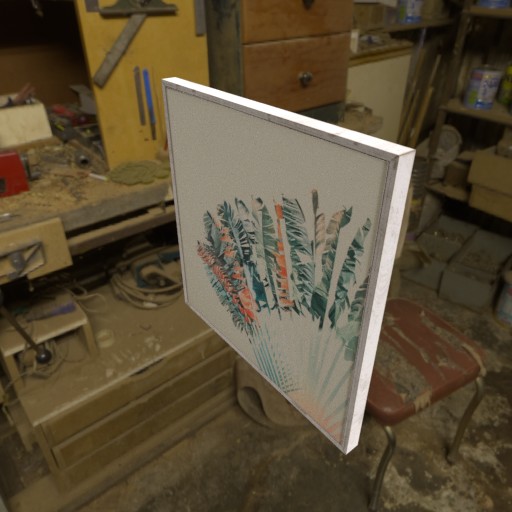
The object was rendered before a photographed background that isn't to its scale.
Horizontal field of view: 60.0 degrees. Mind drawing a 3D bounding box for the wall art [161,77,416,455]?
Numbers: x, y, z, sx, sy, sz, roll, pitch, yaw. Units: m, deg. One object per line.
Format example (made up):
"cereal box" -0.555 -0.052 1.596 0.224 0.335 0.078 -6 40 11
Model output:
"wall art" 0.000 0.000 0.764 0.029 0.506 0.508 -23 39 -32
